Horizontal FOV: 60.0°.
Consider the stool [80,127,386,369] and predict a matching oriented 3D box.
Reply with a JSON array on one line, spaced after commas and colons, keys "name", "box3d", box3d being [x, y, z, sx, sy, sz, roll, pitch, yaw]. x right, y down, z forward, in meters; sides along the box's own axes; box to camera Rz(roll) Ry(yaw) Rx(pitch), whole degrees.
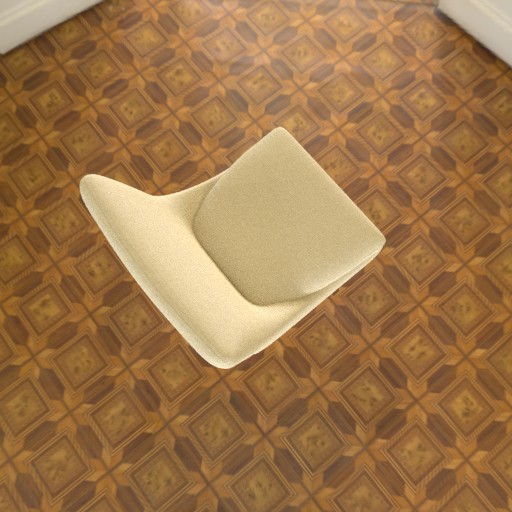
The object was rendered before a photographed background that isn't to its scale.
[{"name": "stool", "box3d": [0.000, 0.000, 1.346, 0.559, 1.097, 0.470, -38, 79, -9]}]
